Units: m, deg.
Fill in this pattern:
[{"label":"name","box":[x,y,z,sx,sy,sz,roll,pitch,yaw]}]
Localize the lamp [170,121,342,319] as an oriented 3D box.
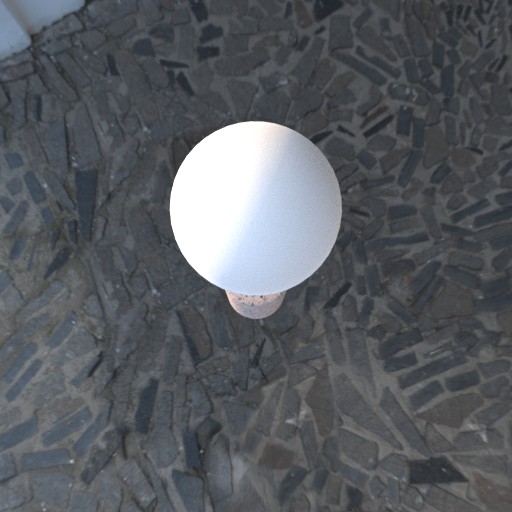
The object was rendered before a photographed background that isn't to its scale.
[{"label":"lamp","box":[0.000,0.000,0.559,0.153,0.480,0.153,0,75,0]}]
